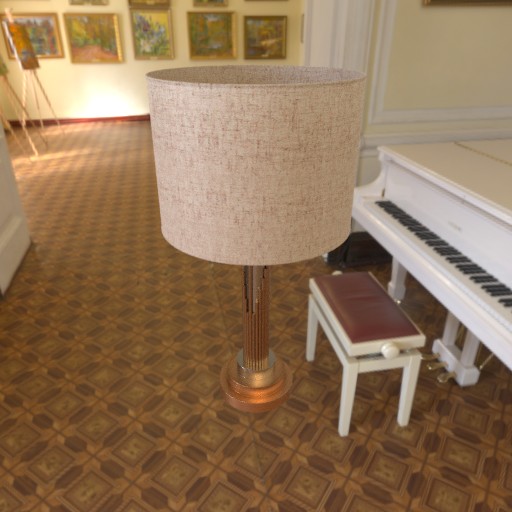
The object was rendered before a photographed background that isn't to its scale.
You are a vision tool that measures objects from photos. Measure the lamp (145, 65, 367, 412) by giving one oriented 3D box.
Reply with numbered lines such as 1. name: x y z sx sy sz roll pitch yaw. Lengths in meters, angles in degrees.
1. lamp: 0.000 0.000 0.795 0.321 0.610 0.321 0 27 1
